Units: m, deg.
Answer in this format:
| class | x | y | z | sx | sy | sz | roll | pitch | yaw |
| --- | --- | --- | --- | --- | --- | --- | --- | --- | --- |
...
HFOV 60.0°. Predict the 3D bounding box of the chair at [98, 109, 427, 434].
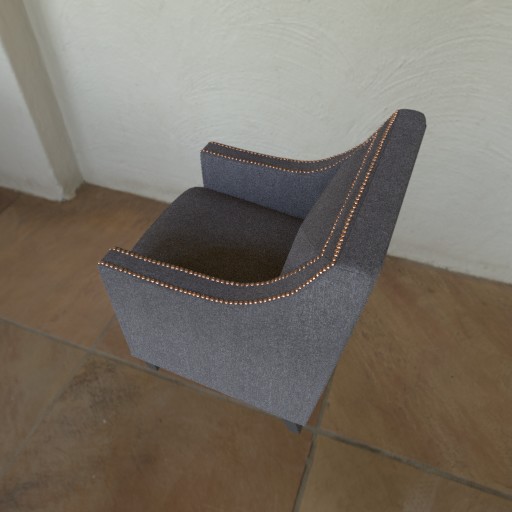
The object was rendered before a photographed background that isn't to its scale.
| class | x | y | z | sx | sy | sz | roll | pitch | yaw |
| --- | --- | --- | --- | --- | --- | --- | --- | --- | --- |
| chair | 0.000 | 0.000 | 1.635 | 0.884 | 0.967 | 0.776 | 17 | 49 | 16 |
